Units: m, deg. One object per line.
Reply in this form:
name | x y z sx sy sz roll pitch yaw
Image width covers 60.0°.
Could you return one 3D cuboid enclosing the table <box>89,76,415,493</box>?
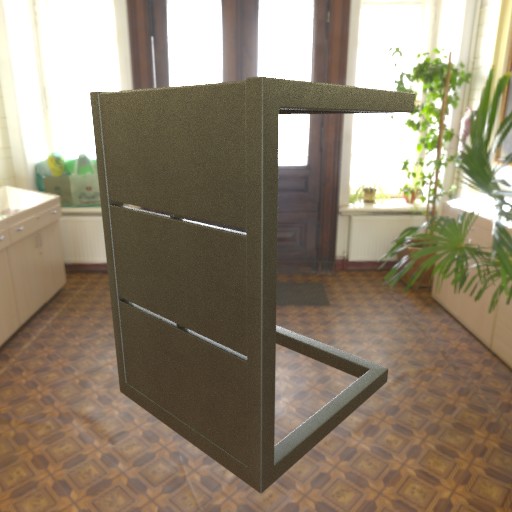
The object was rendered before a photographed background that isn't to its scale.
table | 0.000 0.000 0.877 0.405 0.609 0.420 15 22 40
